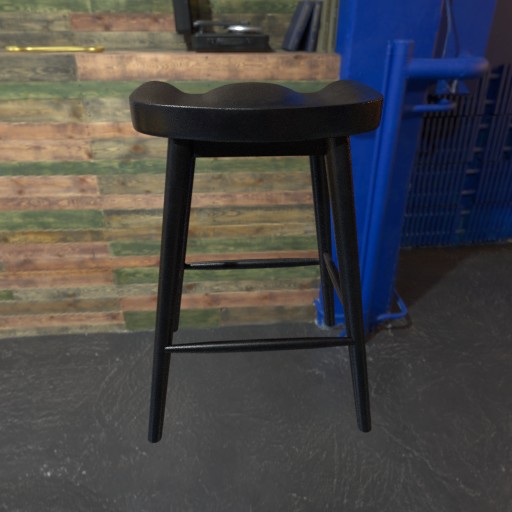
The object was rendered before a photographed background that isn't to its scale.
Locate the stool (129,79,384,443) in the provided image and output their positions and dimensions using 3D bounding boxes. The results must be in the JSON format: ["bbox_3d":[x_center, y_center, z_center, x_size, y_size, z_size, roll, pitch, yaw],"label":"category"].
[{"bbox_3d":[0.000,0.000,0.870,0.440,0.615,0.361,-2,29,-3],"label":"stool"}]
